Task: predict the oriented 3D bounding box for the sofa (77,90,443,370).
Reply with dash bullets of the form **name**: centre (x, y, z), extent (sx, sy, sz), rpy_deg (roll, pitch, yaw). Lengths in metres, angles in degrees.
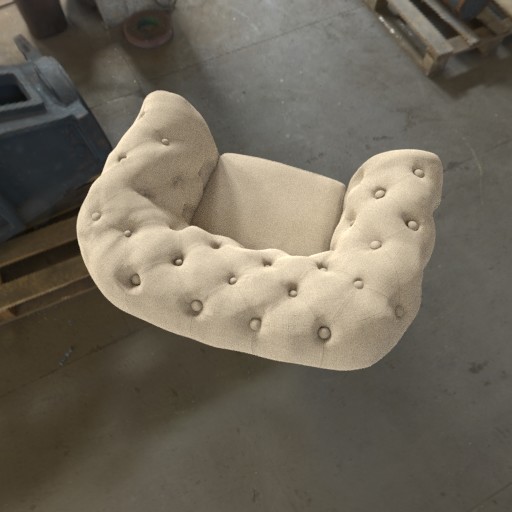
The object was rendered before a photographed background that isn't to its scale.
- **sofa**: centre (0.000, 0.000, 2.072), extent (1.405, 0.878, 1.034), rpy_deg (16, 65, 8)
